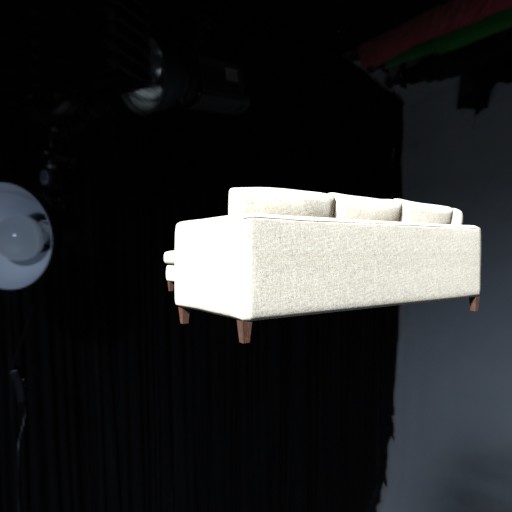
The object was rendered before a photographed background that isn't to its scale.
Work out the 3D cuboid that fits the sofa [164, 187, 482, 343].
[{"bbox_3d":[0.000,0.000,4.647,2.593,0.959,3.460,0,1,-34],"label":"sofa"}]
